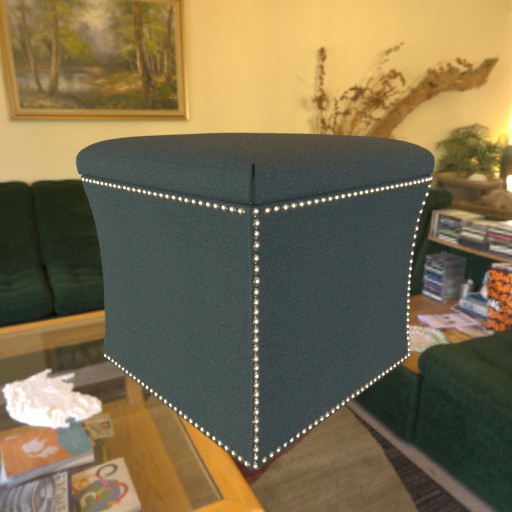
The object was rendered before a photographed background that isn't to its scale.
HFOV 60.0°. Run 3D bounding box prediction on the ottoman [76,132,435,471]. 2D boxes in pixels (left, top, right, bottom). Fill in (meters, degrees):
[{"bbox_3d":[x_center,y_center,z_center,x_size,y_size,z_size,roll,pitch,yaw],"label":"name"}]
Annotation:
[{"bbox_3d":[0.000,0.000,0.888,0.507,0.475,0.497,-16,23,-42],"label":"ottoman"}]
